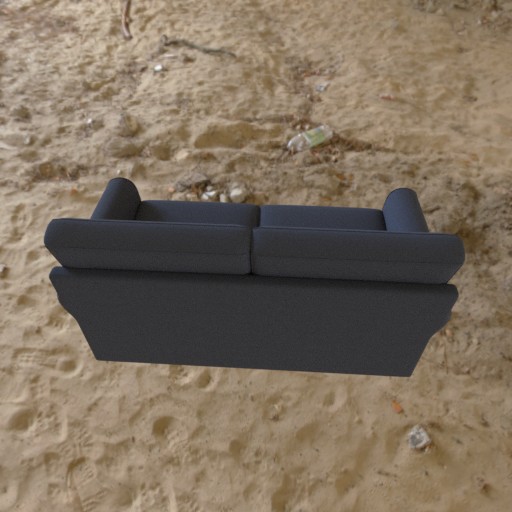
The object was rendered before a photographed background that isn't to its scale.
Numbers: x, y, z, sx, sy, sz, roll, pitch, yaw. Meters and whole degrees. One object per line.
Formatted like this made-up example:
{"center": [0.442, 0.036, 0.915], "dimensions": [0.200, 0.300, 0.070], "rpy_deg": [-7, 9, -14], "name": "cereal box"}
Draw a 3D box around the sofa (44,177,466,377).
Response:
{"center": [0.000, 0.000, 2.498], "dimensions": [1.930, 1.020, 0.940], "rpy_deg": [2, 46, 2], "name": "sofa"}
